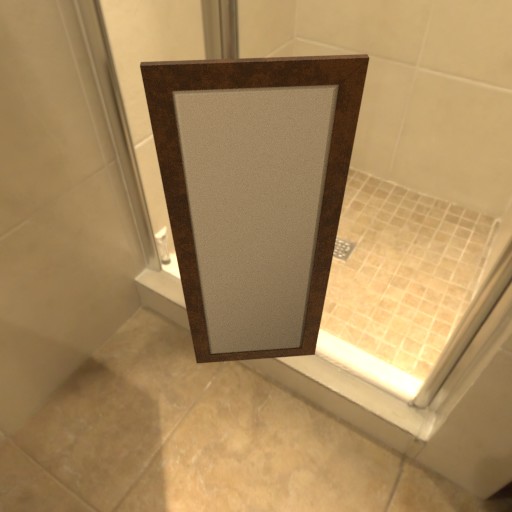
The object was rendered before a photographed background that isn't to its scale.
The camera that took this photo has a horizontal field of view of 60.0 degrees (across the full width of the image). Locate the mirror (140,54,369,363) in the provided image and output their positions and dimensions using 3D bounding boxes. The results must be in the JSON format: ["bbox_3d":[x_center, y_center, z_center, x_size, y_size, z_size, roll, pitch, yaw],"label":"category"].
[{"bbox_3d":[0.000,0.000,2.313,0.812,2.031,0.032,-3,47,-3],"label":"mirror"}]
